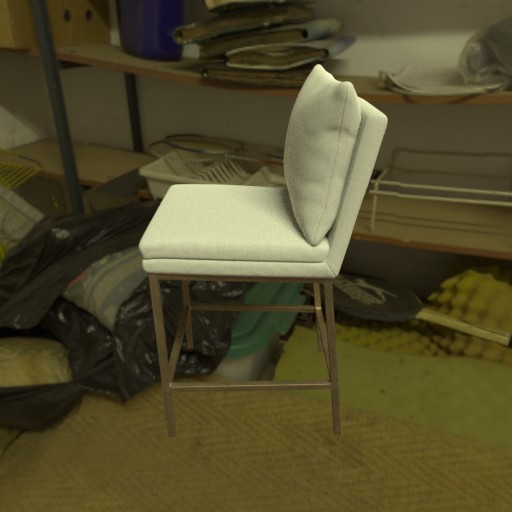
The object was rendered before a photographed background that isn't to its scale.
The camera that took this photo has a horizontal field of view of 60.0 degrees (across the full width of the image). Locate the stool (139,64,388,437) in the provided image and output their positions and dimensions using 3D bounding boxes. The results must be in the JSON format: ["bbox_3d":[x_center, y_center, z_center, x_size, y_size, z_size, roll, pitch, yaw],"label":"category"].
[{"bbox_3d":[0.000,0.000,1.333,0.572,1.032,0.463,0,27,0],"label":"stool"}]
